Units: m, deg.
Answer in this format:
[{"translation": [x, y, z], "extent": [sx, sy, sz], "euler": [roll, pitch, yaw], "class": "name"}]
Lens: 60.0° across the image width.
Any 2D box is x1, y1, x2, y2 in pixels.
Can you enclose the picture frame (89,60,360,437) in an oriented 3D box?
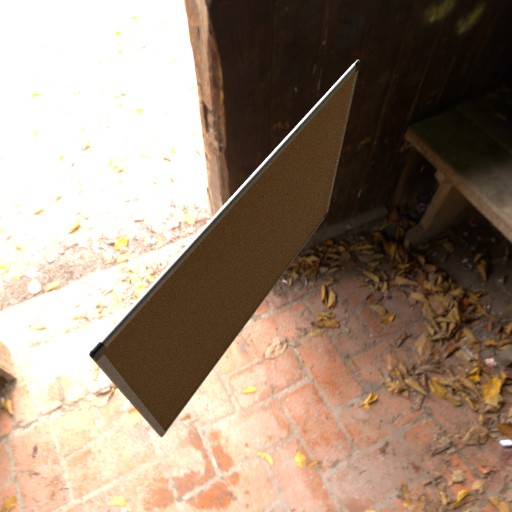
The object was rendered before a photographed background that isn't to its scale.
[{"translation": [0.000, 0.000, 1.119], "extent": [0.010, 0.600, 0.900], "euler": [29, 61, 18], "class": "picture frame"}]
